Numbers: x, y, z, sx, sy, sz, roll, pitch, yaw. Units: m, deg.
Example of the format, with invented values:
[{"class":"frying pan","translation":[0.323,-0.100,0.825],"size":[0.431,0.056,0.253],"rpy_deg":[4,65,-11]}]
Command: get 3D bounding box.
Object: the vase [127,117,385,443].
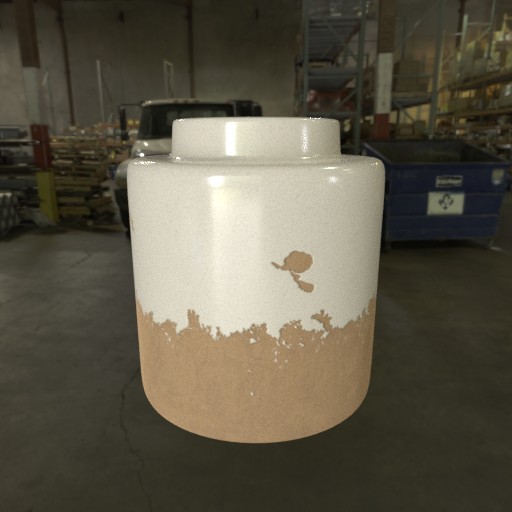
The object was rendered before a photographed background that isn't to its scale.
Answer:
[{"class":"vase","translation":[0.000,0.000,0.285],"size":[0.153,0.167,0.153],"rpy_deg":[0,15,0]}]
